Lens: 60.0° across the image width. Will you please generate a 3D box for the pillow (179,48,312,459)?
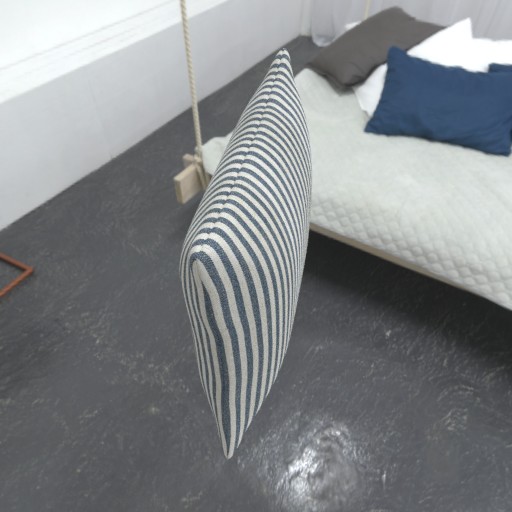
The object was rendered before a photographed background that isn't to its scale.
[{"bbox_3d":[0.000,0.000,0.776,0.166,0.510,0.523,9,47,8],"label":"pillow"}]
